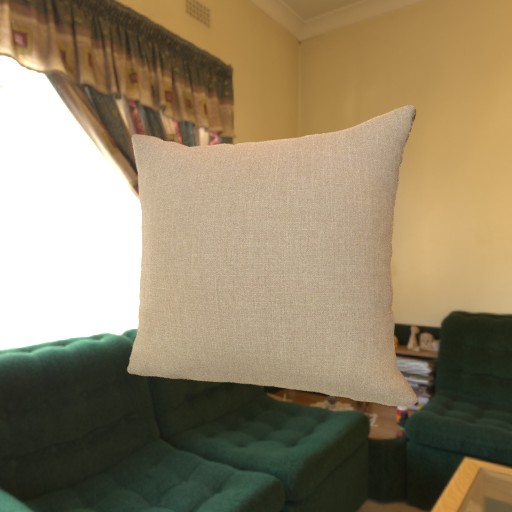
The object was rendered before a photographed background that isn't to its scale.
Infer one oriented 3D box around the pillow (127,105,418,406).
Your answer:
[{"bbox_3d":[0.000,0.000,0.799,0.546,0.487,0.180,0,0,19],"label":"pillow"}]
